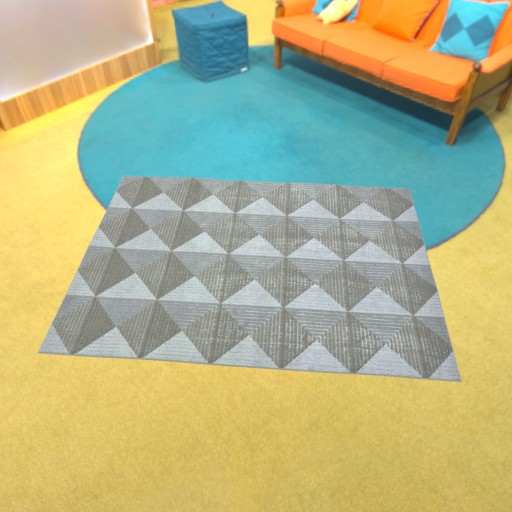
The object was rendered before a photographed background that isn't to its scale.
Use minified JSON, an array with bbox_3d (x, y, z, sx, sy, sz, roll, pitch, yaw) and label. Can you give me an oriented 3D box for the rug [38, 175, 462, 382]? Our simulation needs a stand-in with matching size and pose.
[{"bbox_3d":[0.000,0.000,4.309,3.333,0.027,2.428,3,46,3],"label":"rug"}]
